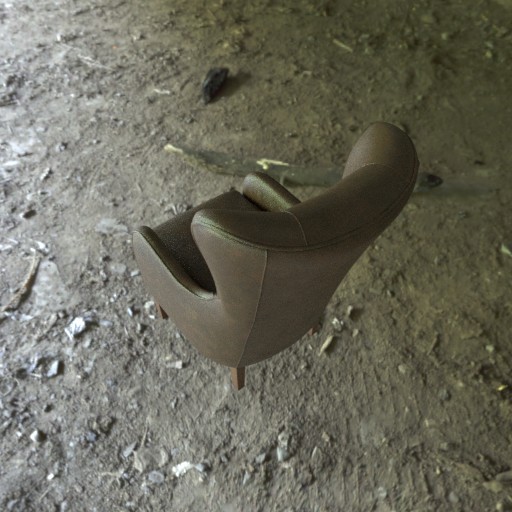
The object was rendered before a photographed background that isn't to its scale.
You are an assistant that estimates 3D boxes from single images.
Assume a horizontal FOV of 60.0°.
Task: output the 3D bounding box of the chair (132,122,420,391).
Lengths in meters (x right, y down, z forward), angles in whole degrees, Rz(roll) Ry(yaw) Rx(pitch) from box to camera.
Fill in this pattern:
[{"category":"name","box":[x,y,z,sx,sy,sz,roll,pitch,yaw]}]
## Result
[{"category":"chair","box":[0.000,0.000,1.644,0.692,1.048,0.914,-31,53,-27]}]
